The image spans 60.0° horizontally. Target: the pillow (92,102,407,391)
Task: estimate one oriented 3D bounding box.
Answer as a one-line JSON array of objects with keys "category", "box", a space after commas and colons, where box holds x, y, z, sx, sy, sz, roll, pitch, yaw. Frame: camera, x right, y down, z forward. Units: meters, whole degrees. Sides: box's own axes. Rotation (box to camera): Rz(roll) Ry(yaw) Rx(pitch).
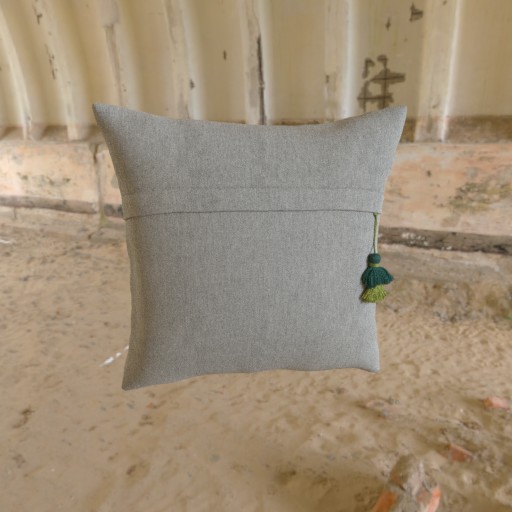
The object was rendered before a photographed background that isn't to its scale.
[{"category": "pillow", "box": [0.000, 0.000, 0.673, 0.433, 0.436, 0.173, -2, 16, -8]}]
